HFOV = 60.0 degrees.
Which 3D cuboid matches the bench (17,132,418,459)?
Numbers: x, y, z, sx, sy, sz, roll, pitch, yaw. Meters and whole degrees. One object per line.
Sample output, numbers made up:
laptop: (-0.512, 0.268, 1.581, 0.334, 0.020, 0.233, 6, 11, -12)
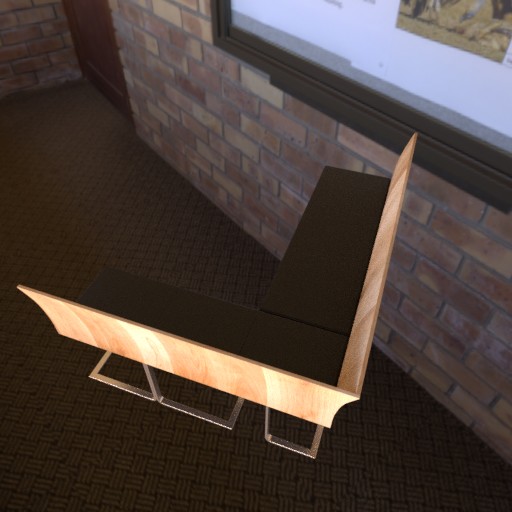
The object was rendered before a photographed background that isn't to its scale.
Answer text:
bench: (0.000, 0.000, 2.712, 1.495, 0.930, 1.945, 15, 47, 14)
